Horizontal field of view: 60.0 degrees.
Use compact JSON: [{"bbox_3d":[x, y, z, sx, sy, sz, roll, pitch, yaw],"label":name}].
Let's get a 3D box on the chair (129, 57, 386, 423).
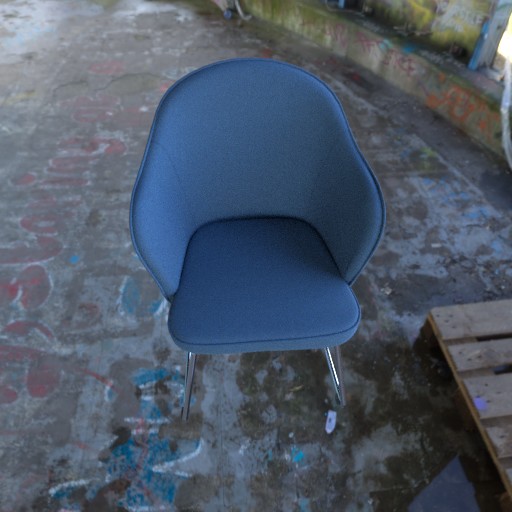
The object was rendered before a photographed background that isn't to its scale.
[{"bbox_3d":[0.000,0.000,1.189,0.570,0.815,0.585,-4,47,-4],"label":"chair"}]
